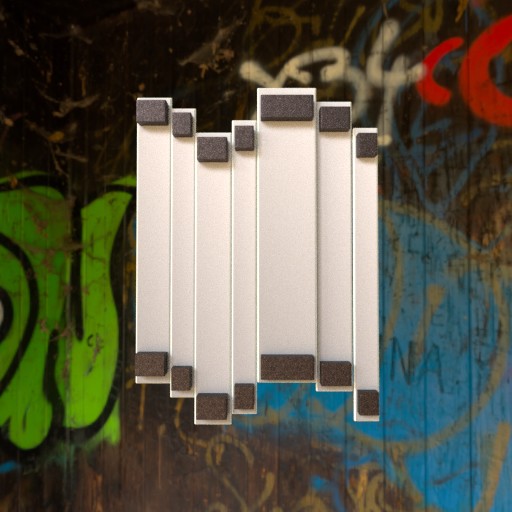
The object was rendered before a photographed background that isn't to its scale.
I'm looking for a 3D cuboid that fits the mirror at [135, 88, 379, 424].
[{"bbox_3d":[0.000,0.000,0.804,0.445,0.611,0.058,0,-1,0],"label":"mirror"}]
